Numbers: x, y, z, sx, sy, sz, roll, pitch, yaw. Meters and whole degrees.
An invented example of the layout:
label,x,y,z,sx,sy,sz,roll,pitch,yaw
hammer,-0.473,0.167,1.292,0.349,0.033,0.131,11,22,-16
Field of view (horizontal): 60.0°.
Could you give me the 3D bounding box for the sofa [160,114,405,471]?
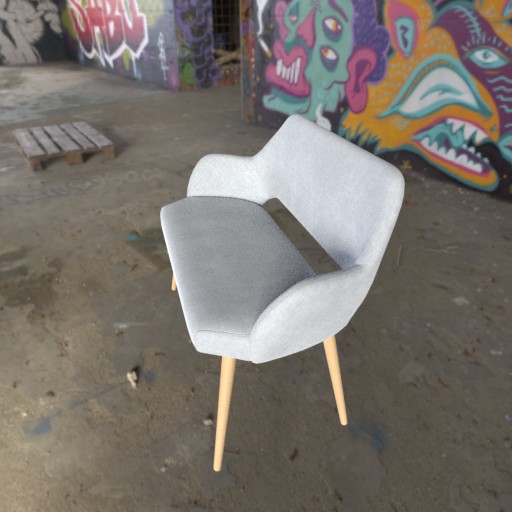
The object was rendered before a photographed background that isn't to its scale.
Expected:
label,x,y,z,sx,sy,sz,roll,pitch,yaw
sofa,0.000,0.000,1.623,0.610,0.840,1.150,-8,30,-14
